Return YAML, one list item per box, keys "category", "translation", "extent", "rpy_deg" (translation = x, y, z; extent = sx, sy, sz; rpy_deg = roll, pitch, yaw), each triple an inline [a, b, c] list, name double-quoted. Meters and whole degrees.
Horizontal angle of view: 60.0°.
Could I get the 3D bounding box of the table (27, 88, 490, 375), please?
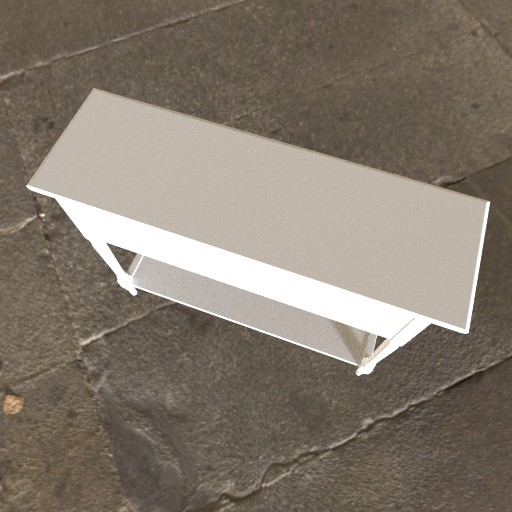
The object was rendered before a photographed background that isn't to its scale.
- category: "table"
  translation: [0.000, 0.000, 1.560]
  extent: [1.197, 0.808, 0.384]
  rpy_deg: [18, 66, 8]
